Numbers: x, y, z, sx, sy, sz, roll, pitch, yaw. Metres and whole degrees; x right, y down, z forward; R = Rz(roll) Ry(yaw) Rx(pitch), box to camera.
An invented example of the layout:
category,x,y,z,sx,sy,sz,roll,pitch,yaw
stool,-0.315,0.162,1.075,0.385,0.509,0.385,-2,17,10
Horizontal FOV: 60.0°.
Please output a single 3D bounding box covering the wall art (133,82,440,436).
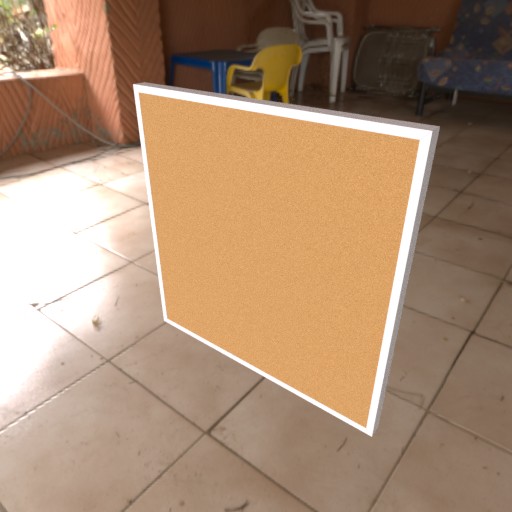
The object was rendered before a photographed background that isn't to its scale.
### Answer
category,x,y,z,sx,sy,sz,roll,pitch,yaw
wall art,0.000,0.000,1.134,0.762,0.762,0.038,21,36,32
